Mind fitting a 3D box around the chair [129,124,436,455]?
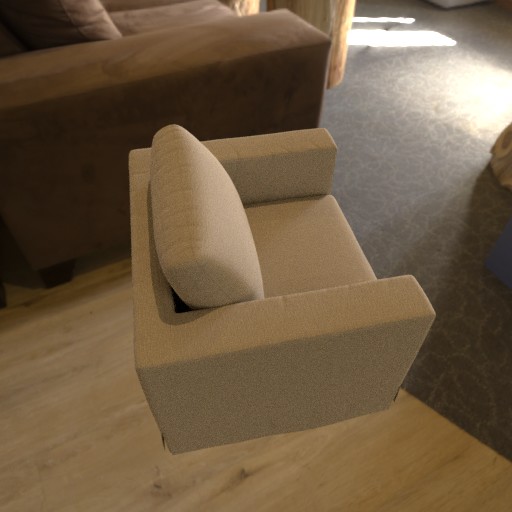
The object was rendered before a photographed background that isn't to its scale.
[{"bbox_3d":[0.000,0.000,1.826,0.957,0.878,1.150,-9,48,-8],"label":"chair"}]
